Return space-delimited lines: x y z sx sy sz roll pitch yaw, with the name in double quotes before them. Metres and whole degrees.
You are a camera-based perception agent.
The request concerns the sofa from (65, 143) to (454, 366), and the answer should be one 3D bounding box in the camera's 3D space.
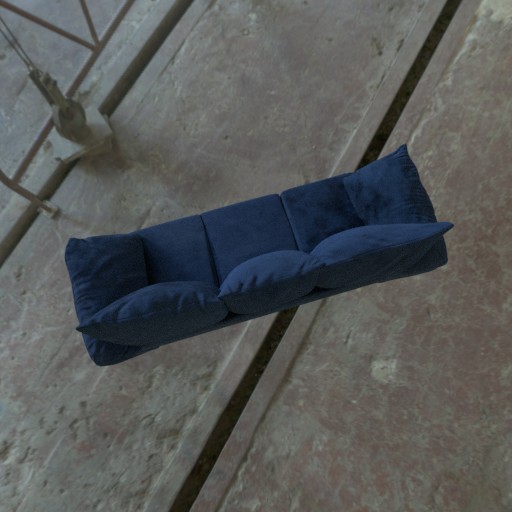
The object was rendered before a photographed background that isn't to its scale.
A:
"sofa" 0.000 0.000 2.993 2.390 1.091 0.907 -16 76 -4
